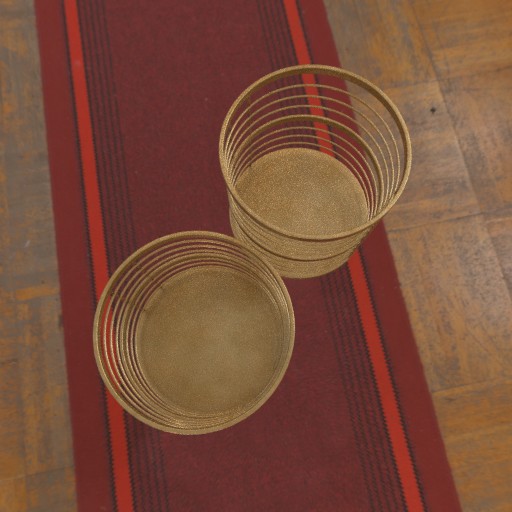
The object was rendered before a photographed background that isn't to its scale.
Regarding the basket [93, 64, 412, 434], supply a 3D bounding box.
[{"bbox_3d":[0.000,0.000,0.945,0.356,0.351,0.746,33,78,8],"label":"basket"}]
